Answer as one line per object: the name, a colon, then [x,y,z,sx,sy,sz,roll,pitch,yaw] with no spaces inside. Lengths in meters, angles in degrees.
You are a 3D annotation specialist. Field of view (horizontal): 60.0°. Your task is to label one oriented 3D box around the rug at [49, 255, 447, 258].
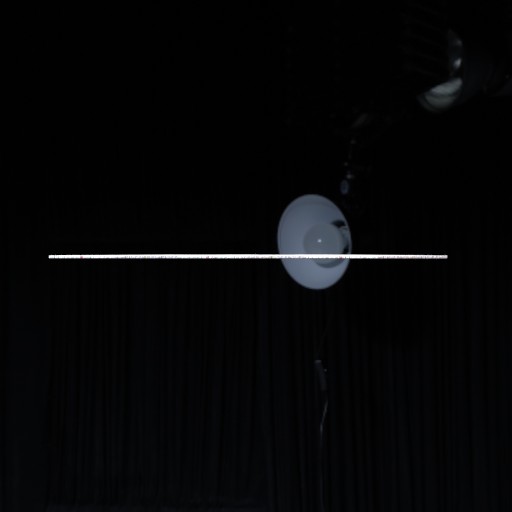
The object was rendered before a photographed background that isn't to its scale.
rug: [0.000,0.000,4.051,2.317,0.016,2.959,0,0,3]
